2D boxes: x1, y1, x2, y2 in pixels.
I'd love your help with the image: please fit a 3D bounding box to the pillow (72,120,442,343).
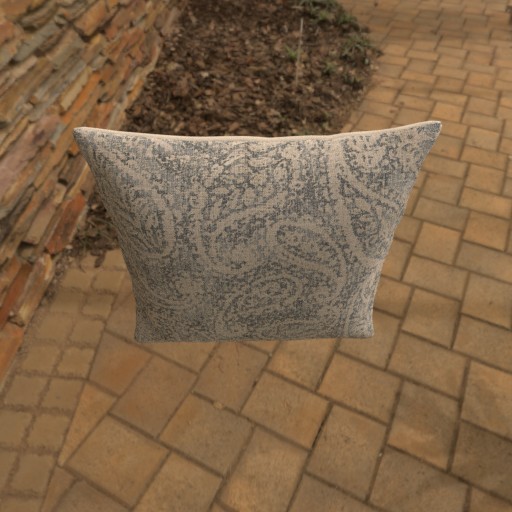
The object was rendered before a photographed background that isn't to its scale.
[{"bbox_3d":[0.000,0.000,0.793,0.523,0.510,0.166,-1,46,-1],"label":"pillow"}]
